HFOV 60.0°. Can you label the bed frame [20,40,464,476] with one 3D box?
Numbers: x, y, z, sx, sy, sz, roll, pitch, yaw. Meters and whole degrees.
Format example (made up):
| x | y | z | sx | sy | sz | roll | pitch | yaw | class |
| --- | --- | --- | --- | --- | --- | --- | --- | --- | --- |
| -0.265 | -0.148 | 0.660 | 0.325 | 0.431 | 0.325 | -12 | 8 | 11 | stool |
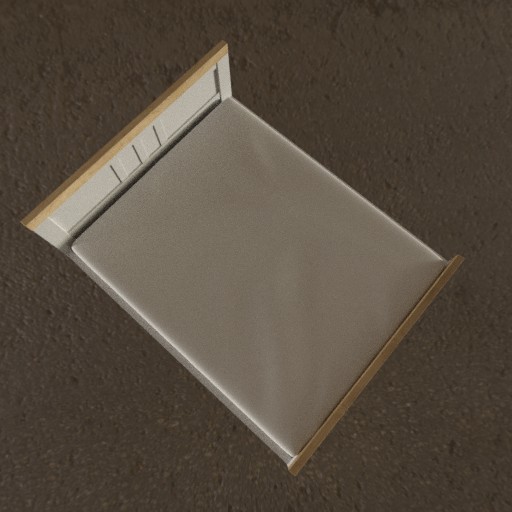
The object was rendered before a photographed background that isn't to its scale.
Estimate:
| x | y | z | sx | sy | sz | roll | pitch | yaw | class |
| --- | --- | --- | --- | --- | --- | --- | --- | --- | --- |
| 0.000 | 0.000 | 2.935 | 2.050 | 0.980 | 1.670 | 40 | 77 | 11 | bed frame |
